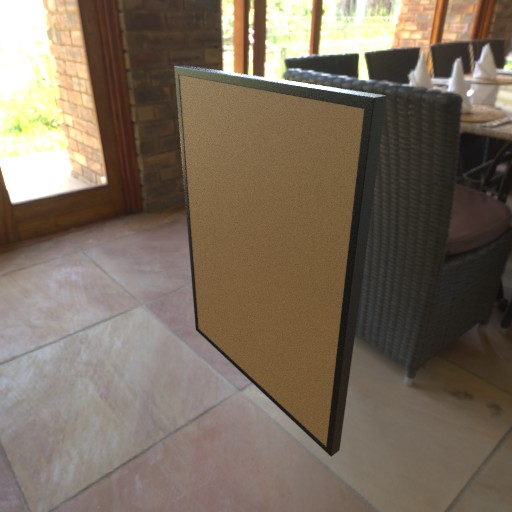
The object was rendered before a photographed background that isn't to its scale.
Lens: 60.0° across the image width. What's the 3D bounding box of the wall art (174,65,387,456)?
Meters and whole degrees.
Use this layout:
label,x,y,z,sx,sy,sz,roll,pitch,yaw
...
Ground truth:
label,x,y,z,sx,sy,sz,roll,pitch,yaw
wall art,0.000,0.000,1.411,0.039,1.061,0.804,-20,34,-33
